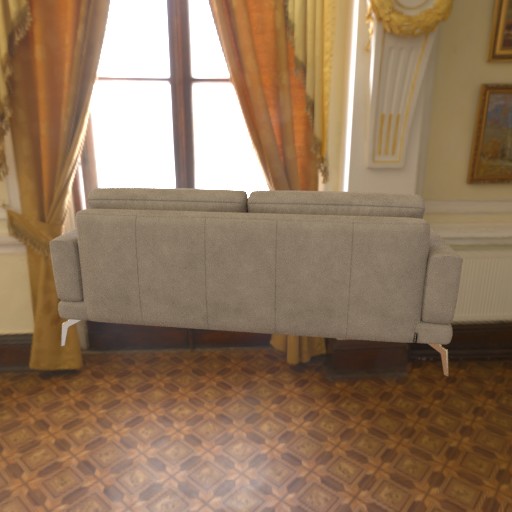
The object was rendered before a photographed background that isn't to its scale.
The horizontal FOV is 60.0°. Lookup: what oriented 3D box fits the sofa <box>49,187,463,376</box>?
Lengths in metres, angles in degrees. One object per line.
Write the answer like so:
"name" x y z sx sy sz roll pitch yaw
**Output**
"sofa" 0.000 0.000 2.569 2.013 0.830 0.980 2 16 8
